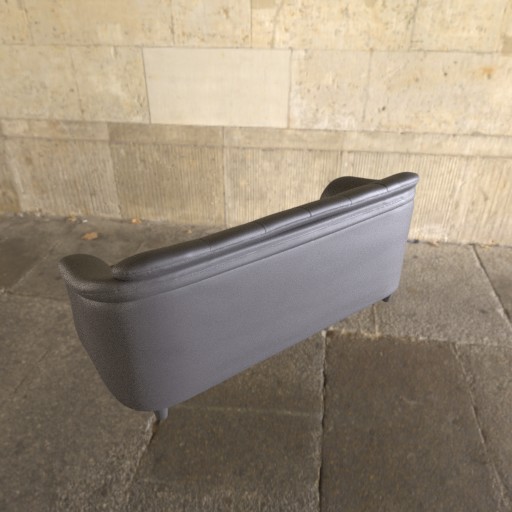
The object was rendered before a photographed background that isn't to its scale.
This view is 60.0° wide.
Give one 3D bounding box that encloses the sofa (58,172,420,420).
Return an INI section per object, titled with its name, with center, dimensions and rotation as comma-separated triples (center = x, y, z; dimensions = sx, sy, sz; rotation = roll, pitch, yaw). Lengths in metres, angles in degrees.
[sofa]
center = 0.000, 0.000, 2.310
dimensions = 1.829, 0.811, 0.800
rotation = -20, 36, -30
